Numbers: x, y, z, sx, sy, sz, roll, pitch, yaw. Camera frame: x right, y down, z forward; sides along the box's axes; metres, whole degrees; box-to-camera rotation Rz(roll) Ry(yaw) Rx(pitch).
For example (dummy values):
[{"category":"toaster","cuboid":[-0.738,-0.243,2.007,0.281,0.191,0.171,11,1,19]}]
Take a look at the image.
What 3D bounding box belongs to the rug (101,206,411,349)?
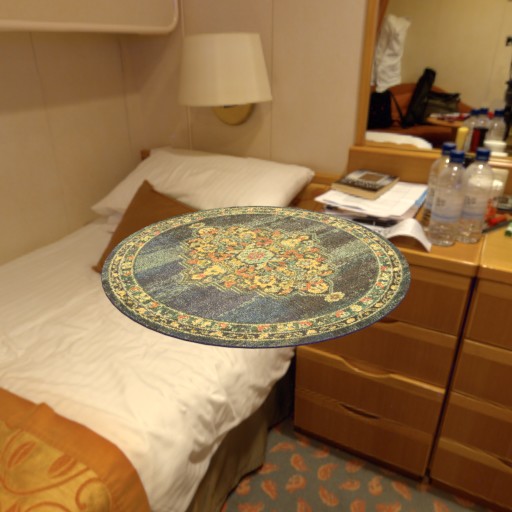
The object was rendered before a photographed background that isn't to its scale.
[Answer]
[{"category":"rug","cuboid":[0.000,0.000,3.577,2.386,0.014,2.386,0,26,0]}]
